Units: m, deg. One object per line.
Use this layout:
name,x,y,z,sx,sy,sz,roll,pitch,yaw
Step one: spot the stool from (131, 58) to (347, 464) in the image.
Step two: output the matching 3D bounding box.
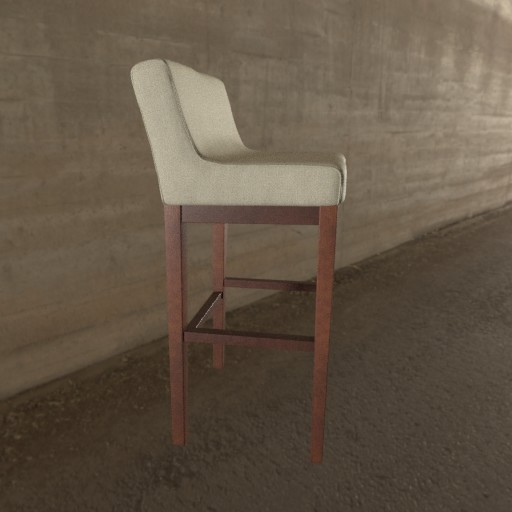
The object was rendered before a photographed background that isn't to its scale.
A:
stool,0.000,0.000,1.318,0.500,1.037,0.511,3,16,10
